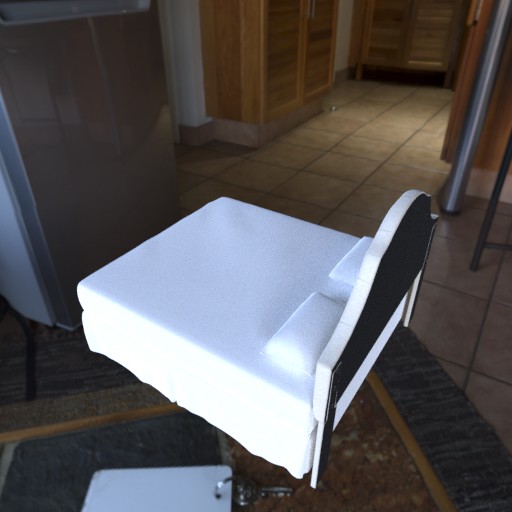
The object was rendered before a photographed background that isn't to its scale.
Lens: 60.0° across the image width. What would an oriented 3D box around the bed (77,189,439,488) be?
[{"bbox_3d":[0.000,0.000,3.524,2.214,1.615,2.008,20,39,28],"label":"bed"}]
